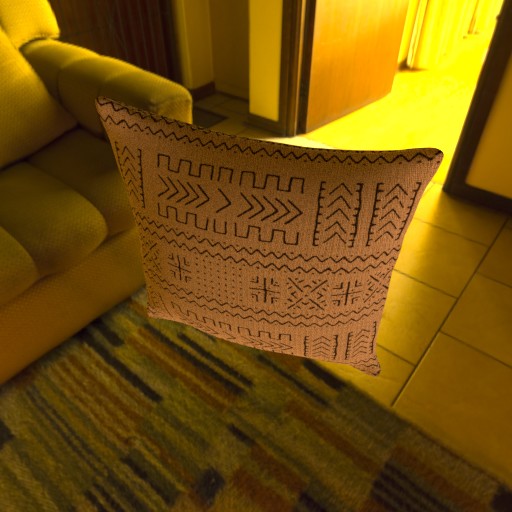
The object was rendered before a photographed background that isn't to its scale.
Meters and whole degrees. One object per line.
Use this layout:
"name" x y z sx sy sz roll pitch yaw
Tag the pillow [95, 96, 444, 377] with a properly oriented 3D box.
"pillow" 0.000 0.000 0.661 0.438 0.430 0.164 12 43 14
